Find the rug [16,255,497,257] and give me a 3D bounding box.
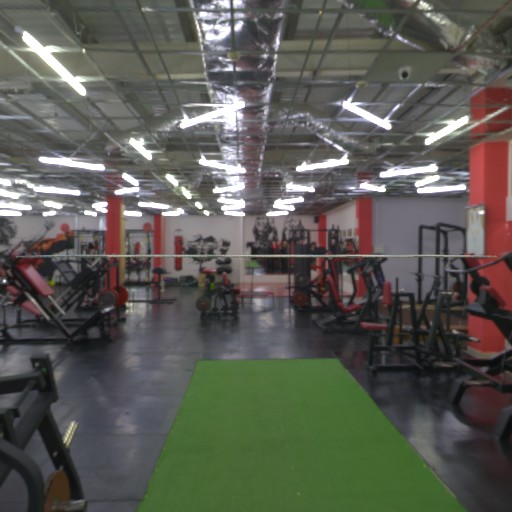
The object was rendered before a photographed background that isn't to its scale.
[{"bbox_3d":[0.000,0.000,2.620,2.437,0.008,0.774,0,1,1],"label":"rug"}]
